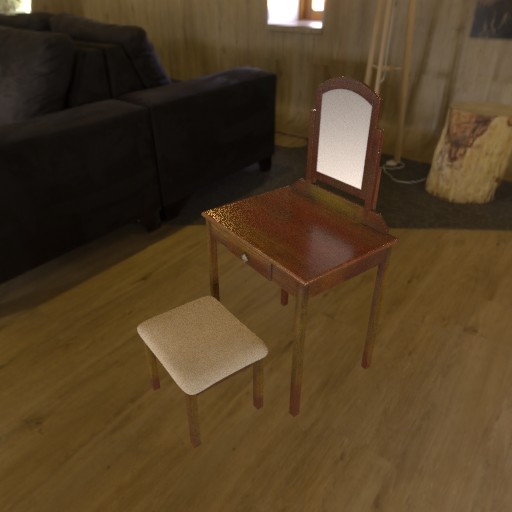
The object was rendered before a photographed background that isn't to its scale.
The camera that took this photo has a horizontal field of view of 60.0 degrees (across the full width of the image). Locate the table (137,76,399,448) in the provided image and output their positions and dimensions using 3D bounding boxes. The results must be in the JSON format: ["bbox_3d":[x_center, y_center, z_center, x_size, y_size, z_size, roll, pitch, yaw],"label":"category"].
[{"bbox_3d":[0.000,0.000,2.303,1.211,1.631,0.876,-21,38,-31],"label":"table"}]
